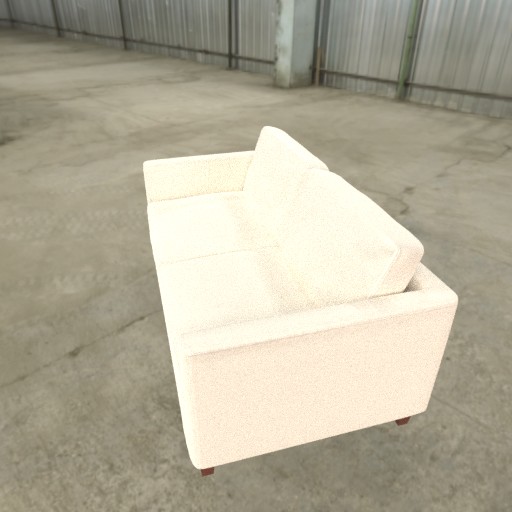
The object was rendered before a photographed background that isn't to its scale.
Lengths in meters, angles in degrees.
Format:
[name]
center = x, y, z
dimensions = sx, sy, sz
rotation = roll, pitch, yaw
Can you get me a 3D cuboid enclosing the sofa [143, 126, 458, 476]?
[sofa]
center = 0.000, 0.000, 2.172
dimensions = 0.964, 0.888, 1.702
rotation = -8, 32, -13
